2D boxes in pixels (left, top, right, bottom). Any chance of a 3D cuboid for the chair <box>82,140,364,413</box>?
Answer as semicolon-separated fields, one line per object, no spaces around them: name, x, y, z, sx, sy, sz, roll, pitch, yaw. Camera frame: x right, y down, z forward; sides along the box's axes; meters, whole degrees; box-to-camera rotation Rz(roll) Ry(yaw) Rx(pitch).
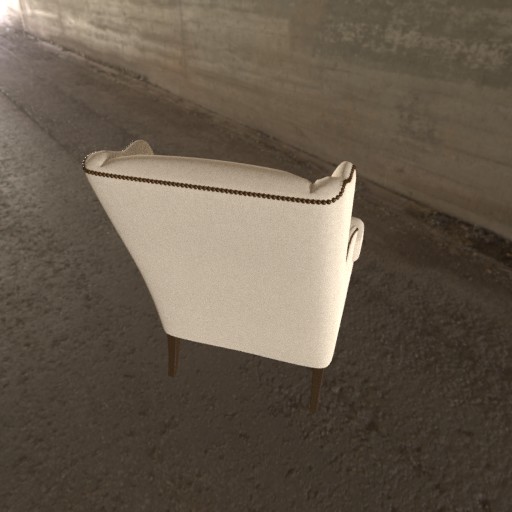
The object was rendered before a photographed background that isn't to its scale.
chair;0.000;0.000;1.678;0.737;1.029;0.940;9;34;15
